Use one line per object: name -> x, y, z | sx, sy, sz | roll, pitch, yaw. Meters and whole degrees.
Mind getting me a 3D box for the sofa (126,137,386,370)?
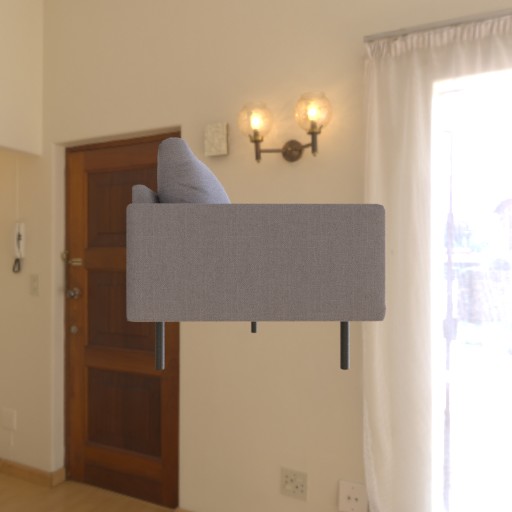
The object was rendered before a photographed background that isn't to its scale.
sofa -> 0.000, 0.000, 2.401 | 0.850, 0.830, 2.000 | 0, 0, -1
